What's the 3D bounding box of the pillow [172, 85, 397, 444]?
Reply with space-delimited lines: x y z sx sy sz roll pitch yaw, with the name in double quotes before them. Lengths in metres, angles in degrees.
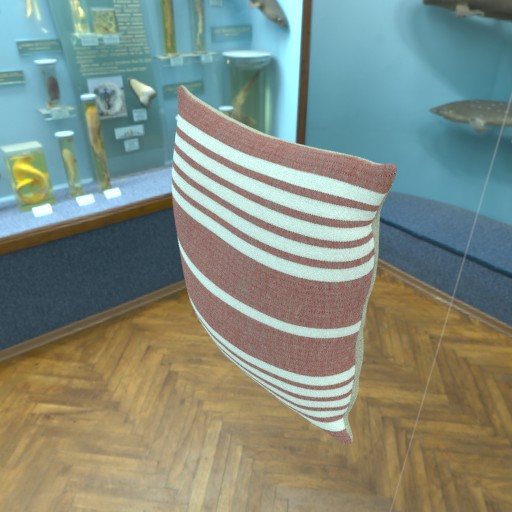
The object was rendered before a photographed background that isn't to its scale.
"pillow" 0.000 0.000 0.667 0.182 0.427 0.439 -21 37 -30
